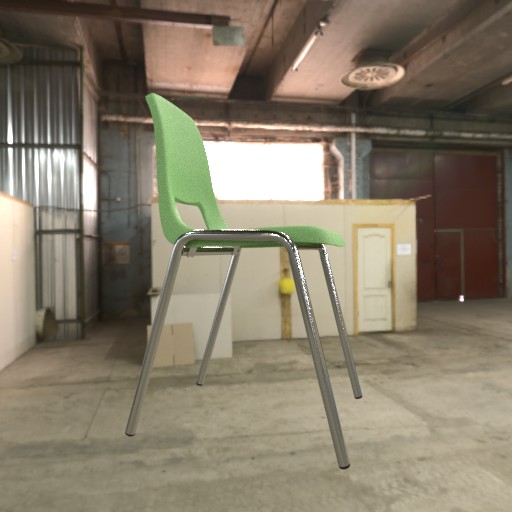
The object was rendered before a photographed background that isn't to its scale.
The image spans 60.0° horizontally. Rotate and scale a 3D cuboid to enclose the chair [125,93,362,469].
[{"bbox_3d":[0.000,0.000,0.968,0.436,0.704,0.381,0,1,17],"label":"chair"}]
